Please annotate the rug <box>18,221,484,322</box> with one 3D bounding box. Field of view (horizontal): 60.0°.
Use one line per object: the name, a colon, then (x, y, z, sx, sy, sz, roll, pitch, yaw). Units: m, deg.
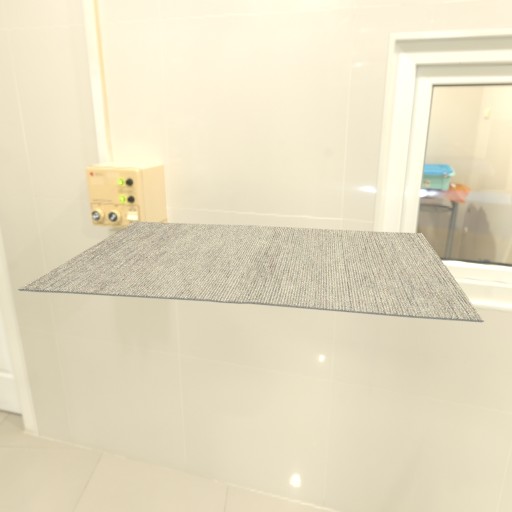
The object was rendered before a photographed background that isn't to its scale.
rug: (0.000, 0.000, 2.217, 1.804, 0.022, 1.162, 3, 19, 9)
